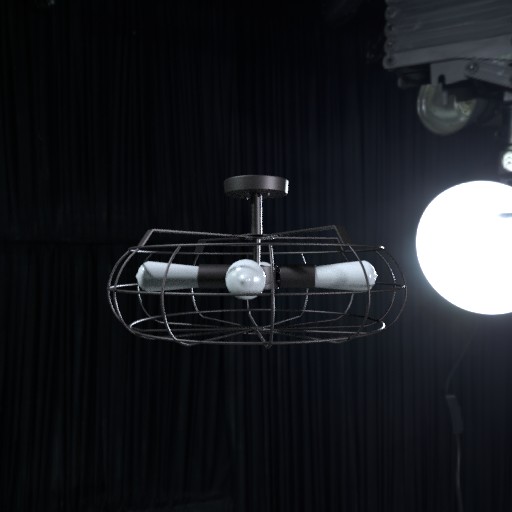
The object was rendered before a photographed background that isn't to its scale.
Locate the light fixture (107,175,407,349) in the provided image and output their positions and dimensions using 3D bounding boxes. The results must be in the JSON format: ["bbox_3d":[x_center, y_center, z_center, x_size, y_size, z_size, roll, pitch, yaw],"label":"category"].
[{"bbox_3d":[0.000,0.000,0.913,0.582,0.311,0.582,0,0,0],"label":"light fixture"}]
